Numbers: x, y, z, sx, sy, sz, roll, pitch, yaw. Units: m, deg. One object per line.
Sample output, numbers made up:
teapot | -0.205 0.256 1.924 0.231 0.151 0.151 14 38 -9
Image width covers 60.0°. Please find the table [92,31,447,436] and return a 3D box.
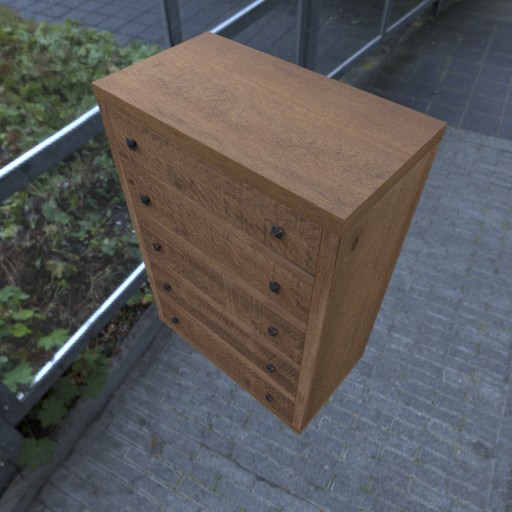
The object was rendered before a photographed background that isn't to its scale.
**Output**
table | 0.000 0.000 1.732 0.901 1.294 0.524 33 56 26
